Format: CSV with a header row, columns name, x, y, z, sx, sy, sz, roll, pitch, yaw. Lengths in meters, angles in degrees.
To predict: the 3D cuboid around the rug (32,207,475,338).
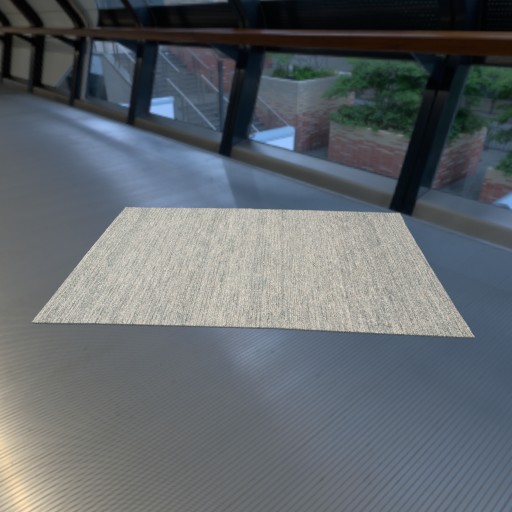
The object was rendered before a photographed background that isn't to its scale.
name,x,y,z,sx,sy,sz,roll,pitch,yaw
rug,0.000,0.000,3.030,2.338,0.030,1.616,2,29,3
